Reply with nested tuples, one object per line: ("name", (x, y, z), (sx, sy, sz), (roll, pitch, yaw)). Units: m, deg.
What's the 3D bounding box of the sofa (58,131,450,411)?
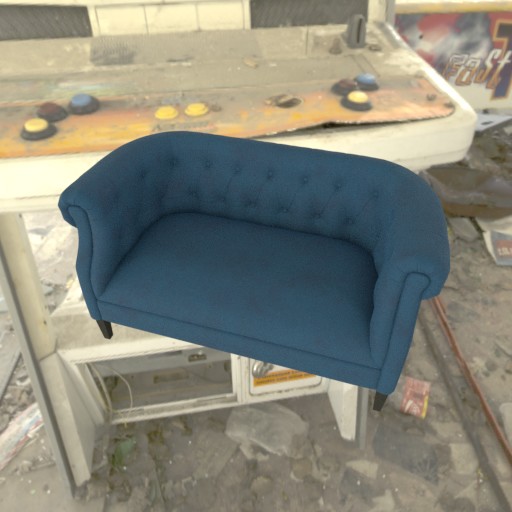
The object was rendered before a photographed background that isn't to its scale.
("sofa", (0.000, 0.000, 2.096), (1.558, 0.827, 0.835), (11, 43, 13))
